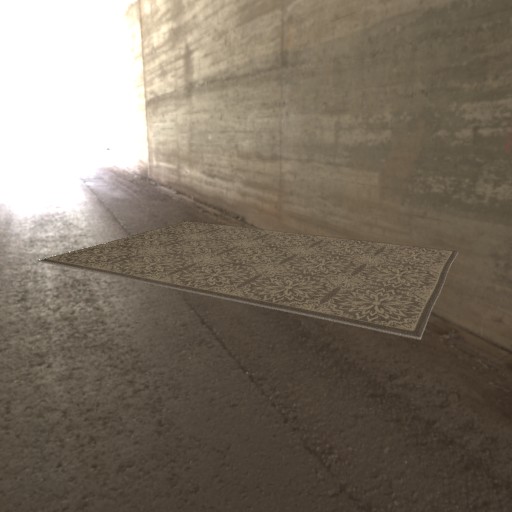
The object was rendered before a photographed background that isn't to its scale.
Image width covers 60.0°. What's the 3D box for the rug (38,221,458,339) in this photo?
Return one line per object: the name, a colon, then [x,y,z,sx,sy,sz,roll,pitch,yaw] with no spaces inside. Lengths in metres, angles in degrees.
rug: [0.000,0.000,3.463,2.746,0.018,1.819,8,17,28]
